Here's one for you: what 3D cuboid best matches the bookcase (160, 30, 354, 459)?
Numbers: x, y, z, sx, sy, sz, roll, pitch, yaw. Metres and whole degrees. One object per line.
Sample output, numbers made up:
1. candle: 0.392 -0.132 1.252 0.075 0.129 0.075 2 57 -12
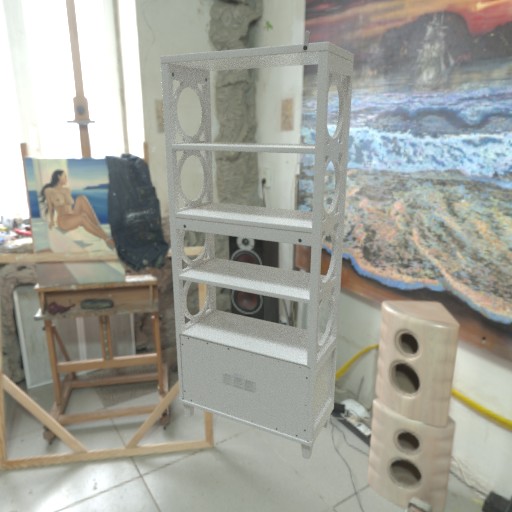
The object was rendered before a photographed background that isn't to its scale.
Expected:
1. bookcase: 0.000 0.000 2.146 0.761 1.869 0.361 8 18 26
